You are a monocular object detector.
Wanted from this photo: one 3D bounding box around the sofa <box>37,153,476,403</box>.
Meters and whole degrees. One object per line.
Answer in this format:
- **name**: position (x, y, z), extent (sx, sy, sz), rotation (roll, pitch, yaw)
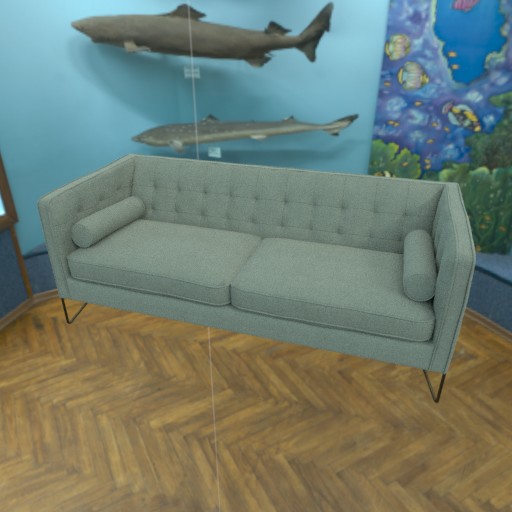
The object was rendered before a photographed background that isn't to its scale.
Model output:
- **sofa**: position (0.000, 0.000, 2.506), extent (2.079, 0.798, 0.912), rotation (8, 29, 15)
